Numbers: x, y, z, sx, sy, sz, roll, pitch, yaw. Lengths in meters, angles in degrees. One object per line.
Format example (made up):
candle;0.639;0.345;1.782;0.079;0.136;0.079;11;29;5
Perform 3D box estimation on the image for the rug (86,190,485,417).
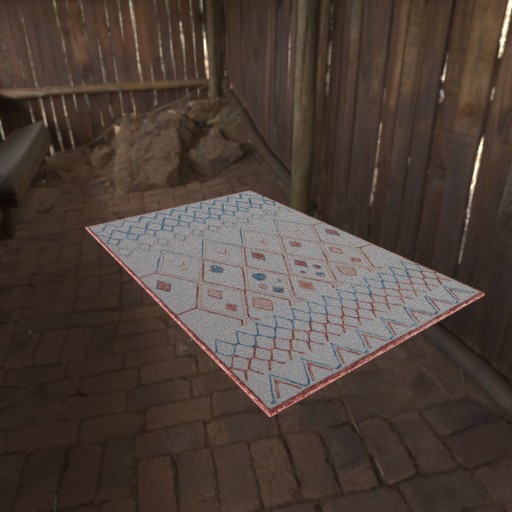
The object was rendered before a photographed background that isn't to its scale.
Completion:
rug;0.000;0.000;2.331;1.219;0.016;1.829;-18;31;-32
